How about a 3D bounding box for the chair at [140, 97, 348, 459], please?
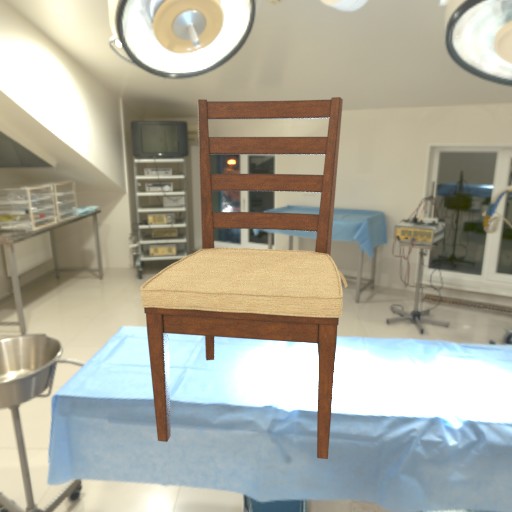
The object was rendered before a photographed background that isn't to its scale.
[{"bbox_3d":[0.000,0.000,1.384,0.593,0.979,0.595,2,14,9],"label":"chair"}]
